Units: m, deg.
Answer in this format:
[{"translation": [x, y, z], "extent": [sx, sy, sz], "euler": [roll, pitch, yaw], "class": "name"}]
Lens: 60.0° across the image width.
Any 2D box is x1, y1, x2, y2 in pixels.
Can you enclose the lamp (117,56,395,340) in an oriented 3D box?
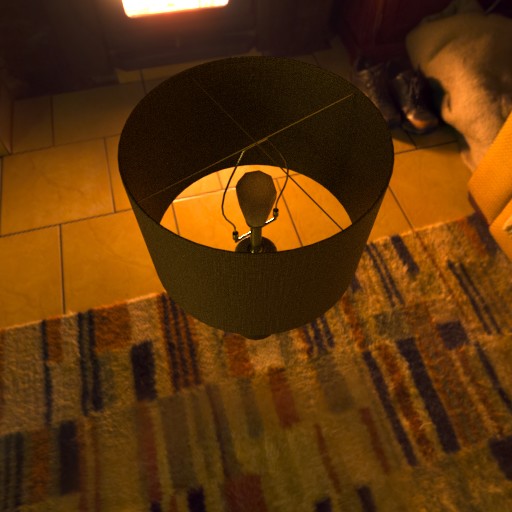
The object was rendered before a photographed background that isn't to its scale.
[{"translation": [0.000, 0.000, 0.697], "extent": [0.303, 0.488, 0.303], "euler": [0, 58, 0], "class": "lamp"}]
